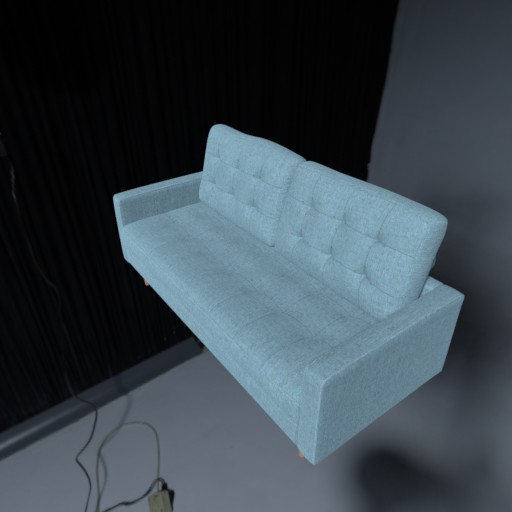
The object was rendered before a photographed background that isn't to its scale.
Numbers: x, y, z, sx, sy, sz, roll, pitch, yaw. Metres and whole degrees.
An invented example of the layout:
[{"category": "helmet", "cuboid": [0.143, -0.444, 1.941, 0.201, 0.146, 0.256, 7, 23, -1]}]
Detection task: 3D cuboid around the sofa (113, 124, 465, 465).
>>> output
[{"category": "sofa", "cuboid": [0.000, 0.000, 2.542, 0.966, 1.050, 2.010, -21, 38, -30]}]
